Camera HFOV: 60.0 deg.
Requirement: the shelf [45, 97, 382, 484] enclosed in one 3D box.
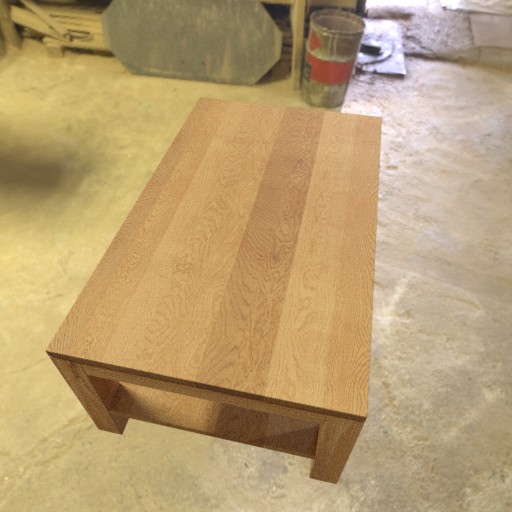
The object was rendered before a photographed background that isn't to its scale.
[{"bbox_3d":[0.000,0.000,1.469,0.700,0.450,1.150,9,48,8],"label":"shelf"}]
